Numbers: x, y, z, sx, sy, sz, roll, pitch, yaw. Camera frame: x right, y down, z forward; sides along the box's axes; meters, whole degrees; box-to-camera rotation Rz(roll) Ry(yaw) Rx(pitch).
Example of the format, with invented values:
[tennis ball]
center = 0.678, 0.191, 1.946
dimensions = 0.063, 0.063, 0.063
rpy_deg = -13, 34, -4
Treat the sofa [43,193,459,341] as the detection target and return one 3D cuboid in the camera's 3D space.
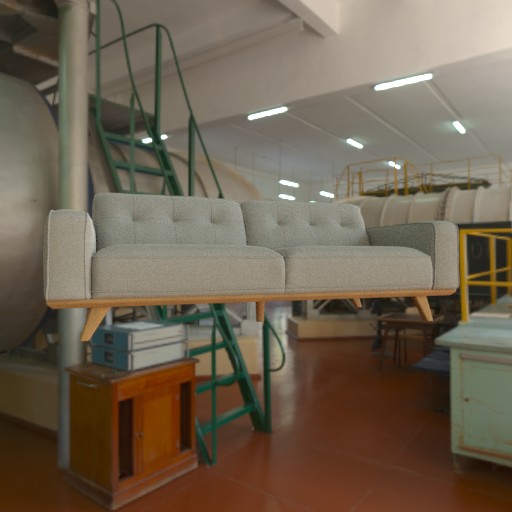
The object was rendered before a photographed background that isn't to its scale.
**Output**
[sofa]
center = 0.000, 0.000, 2.706
dimensions = 2.270, 0.781, 0.956
rpy_deg = 0, 0, -19
